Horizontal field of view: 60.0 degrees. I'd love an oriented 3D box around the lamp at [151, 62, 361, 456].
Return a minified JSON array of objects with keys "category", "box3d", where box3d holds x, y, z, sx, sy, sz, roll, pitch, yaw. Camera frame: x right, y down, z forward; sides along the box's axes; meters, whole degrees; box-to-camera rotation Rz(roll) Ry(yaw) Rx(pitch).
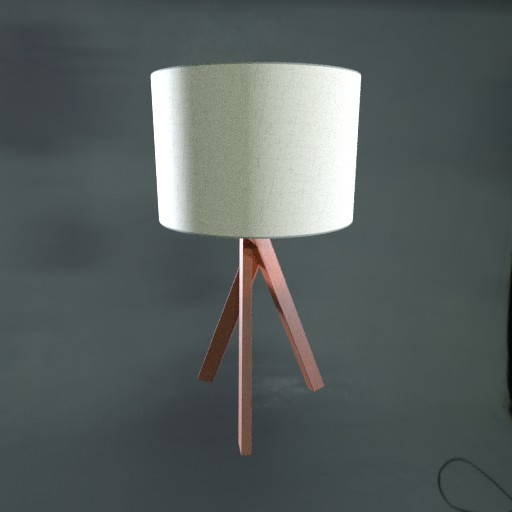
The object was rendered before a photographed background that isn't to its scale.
[{"category":"lamp","box3d":[0.000,0.000,0.913,0.380,0.686,0.380,-2,16,-8]}]
